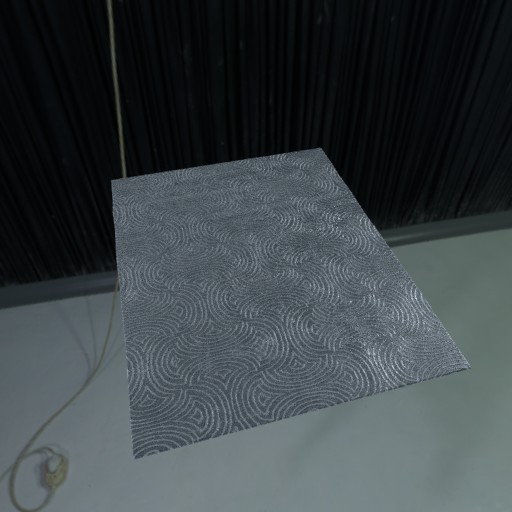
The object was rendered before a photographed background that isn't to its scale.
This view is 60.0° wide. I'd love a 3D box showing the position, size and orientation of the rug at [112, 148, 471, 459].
[{"bbox_3d":[0.000,0.000,4.042,2.456,0.021,3.042,-11,47,-11],"label":"rug"}]
